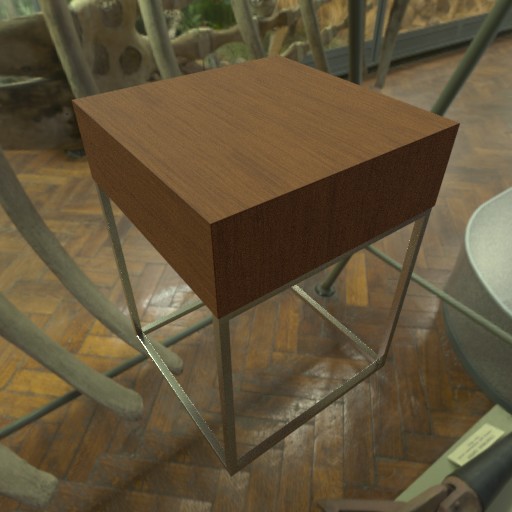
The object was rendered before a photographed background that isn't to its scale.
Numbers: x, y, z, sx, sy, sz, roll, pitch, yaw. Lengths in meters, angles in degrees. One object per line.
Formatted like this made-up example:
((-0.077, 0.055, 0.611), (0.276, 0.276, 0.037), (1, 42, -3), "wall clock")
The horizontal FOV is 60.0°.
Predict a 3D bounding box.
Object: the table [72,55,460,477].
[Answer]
((0.000, 0.000, 0.807), (0.398, 0.540, 0.397), (-25, 46, -27), "table")
